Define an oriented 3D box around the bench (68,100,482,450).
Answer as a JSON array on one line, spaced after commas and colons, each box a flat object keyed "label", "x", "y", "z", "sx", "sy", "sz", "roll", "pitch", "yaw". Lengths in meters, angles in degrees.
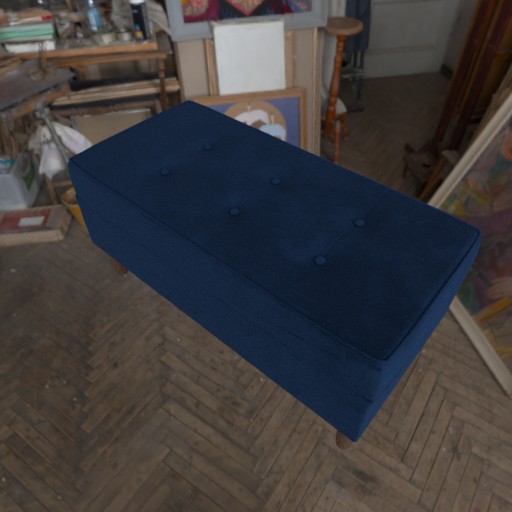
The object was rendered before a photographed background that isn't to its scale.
[{"label": "bench", "x": 0.000, "y": 0.000, "z": 1.278, "sx": 1.010, "sy": 0.467, "sz": 0.489, "roll": 32, "pitch": 54, "yaw": 27}]
